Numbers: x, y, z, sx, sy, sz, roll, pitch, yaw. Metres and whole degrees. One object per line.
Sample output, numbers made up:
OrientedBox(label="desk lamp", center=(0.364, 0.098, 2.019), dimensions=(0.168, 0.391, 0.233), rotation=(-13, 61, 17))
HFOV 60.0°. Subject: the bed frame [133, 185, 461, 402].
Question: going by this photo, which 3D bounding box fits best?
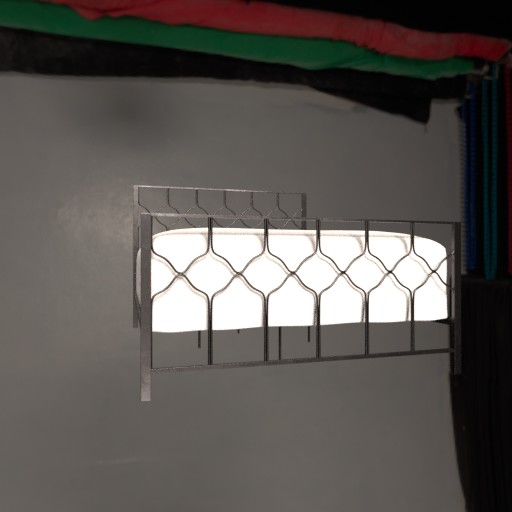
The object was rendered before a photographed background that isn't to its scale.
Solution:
OrientedBox(label="bed frame", center=(0.000, 0.000, 3.048), dimensions=(1.597, 1.222, 2.063), rotation=(0, 0, -16))
